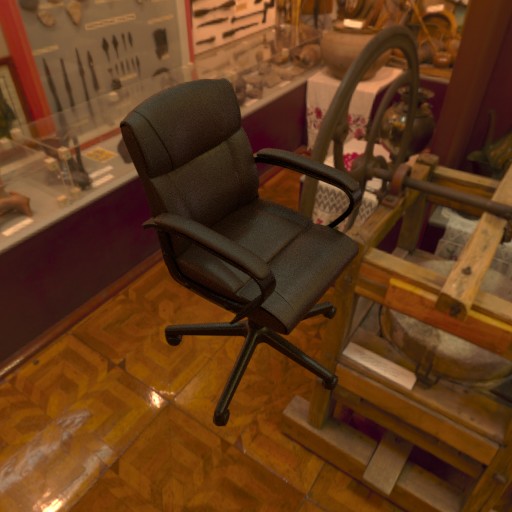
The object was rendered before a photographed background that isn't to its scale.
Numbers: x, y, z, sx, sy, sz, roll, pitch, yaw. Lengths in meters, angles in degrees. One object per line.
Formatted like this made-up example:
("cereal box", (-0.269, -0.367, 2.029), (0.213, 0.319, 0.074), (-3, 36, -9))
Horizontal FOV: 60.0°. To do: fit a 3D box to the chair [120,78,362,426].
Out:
("chair", (0.000, 0.000, 1.516), (0.717, 1.004, 0.739), (26, 46, 27))
